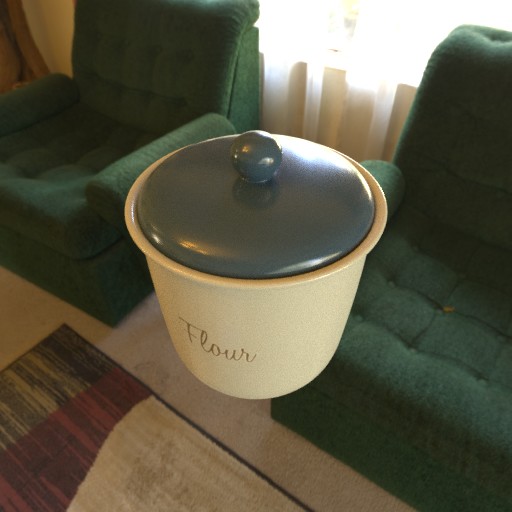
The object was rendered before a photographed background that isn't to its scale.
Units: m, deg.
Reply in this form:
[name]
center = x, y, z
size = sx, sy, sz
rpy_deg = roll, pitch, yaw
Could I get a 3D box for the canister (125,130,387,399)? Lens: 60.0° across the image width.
[canister]
center = 0.000, 0.000, 0.353
size = 0.182, 0.208, 0.182
rpy_deg = 0, 42, 0
